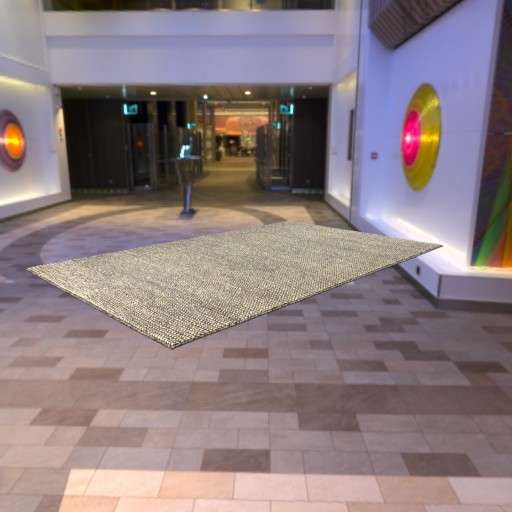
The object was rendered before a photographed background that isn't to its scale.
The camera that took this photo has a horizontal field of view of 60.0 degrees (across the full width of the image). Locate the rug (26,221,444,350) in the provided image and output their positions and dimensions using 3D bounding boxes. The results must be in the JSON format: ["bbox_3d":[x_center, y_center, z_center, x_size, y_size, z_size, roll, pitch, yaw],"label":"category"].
[{"bbox_3d":[0.000,0.000,3.006,1.538,0.021,2.443,14,20,43],"label":"rug"}]
